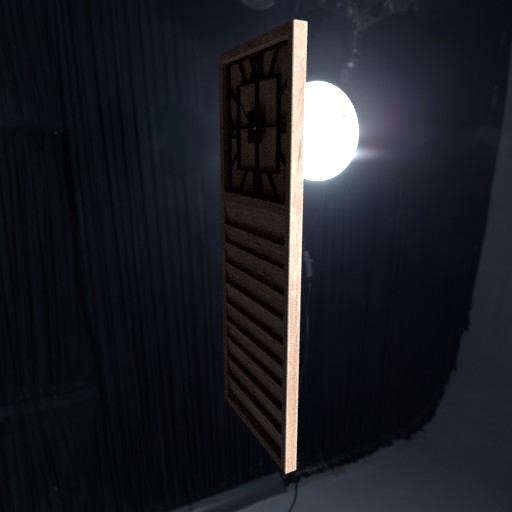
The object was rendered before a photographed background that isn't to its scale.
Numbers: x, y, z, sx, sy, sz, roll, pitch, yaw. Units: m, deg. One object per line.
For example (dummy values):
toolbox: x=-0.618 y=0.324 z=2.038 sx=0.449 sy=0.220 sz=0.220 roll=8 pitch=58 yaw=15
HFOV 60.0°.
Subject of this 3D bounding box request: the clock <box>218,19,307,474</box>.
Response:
clock: x=0.000 y=0.000 z=1.080 sx=0.030 sy=0.965 sz=0.361 roll=-7 pitch=15 yaw=-26
